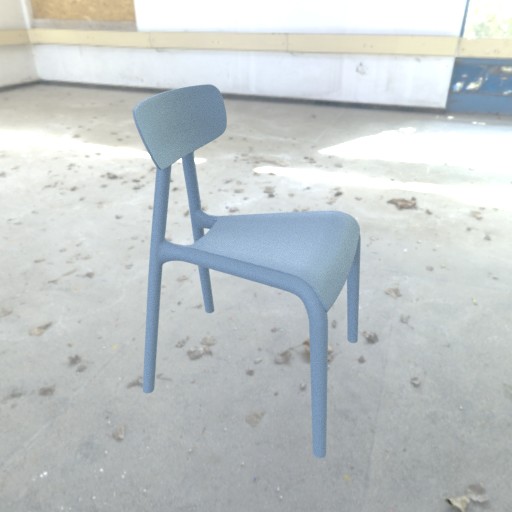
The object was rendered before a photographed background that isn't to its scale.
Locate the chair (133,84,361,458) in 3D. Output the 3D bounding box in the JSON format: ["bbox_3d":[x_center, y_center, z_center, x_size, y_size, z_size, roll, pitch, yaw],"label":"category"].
[{"bbox_3d":[0.000,0.000,0.861,0.401,0.580,0.356,11,32,18],"label":"chair"}]
